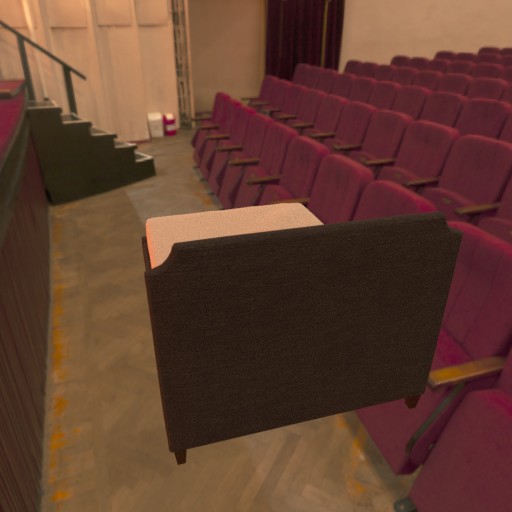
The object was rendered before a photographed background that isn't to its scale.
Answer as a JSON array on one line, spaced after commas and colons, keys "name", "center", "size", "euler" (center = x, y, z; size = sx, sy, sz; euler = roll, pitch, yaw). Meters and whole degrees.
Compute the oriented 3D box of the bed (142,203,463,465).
[{"name": "bed", "center": [0.000, 0.000, 3.465], "size": [1.713, 1.443, 2.372], "euler": [-8, 28, -14]}]
